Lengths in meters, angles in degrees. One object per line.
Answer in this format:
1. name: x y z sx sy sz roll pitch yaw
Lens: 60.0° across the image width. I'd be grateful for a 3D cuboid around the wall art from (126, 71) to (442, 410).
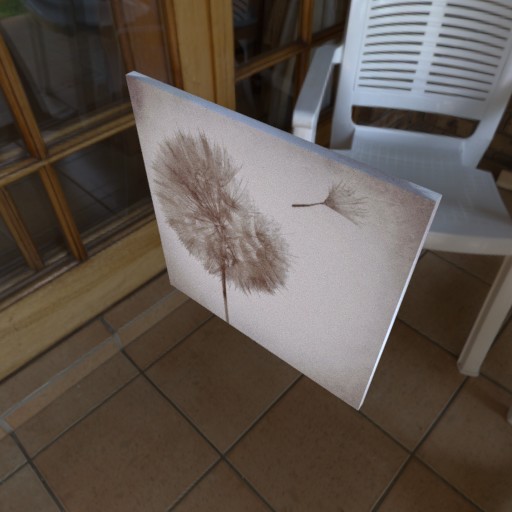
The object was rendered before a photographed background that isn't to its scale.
1. wall art: 0.000 0.000 1.161 0.762 0.762 0.027 30 53 25
